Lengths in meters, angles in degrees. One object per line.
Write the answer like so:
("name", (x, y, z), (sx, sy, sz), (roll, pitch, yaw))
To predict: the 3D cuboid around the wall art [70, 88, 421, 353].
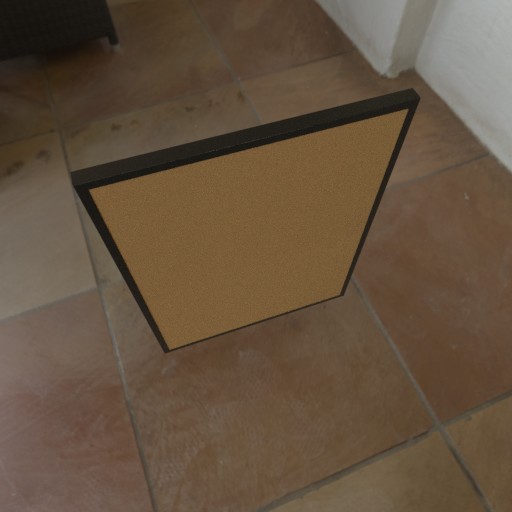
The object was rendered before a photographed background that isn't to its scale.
("wall art", (0.000, 0.000, 1.434), (0.804, 1.061, 0.039), (-17, 61, -10))
